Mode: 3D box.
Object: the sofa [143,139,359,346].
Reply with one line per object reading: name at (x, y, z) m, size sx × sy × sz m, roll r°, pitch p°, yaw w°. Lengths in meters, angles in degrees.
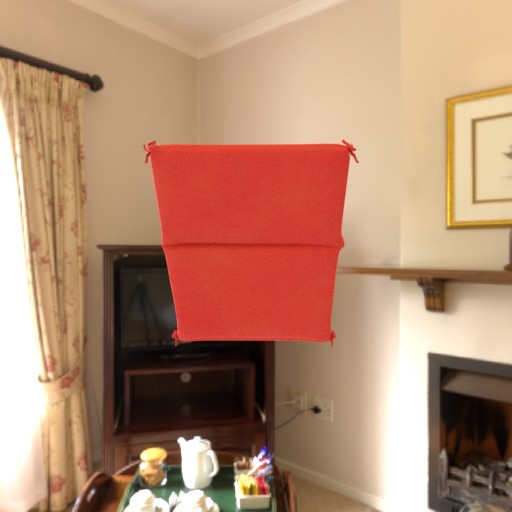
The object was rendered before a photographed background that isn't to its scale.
sofa at (0.000, 0.000, 1.937) m, size 0.582 × 0.622 × 1.663 m, roll 0°, pitch 0°, yaw 1°
